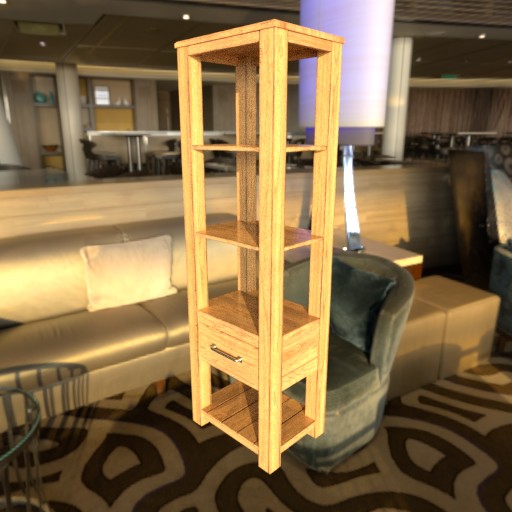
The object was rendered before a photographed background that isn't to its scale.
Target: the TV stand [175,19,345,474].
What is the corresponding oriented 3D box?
[{"bbox_3d":[0.000,0.000,2.047,0.565,1.828,0.435,15,21,42],"label":"TV stand"}]
